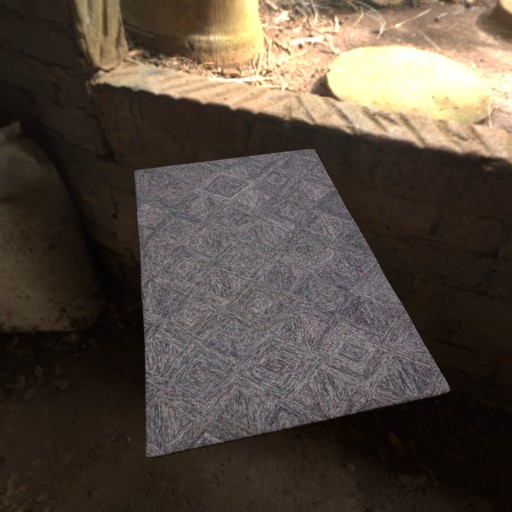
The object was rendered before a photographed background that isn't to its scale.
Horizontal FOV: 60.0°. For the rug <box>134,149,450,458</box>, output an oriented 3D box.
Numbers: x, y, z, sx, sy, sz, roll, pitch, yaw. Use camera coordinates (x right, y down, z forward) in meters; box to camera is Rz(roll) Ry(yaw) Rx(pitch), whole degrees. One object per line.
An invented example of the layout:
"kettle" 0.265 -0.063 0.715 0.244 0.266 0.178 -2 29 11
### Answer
"rug" 0.000 0.000 2.199 1.158 0.013 1.752 -9 46 -9
